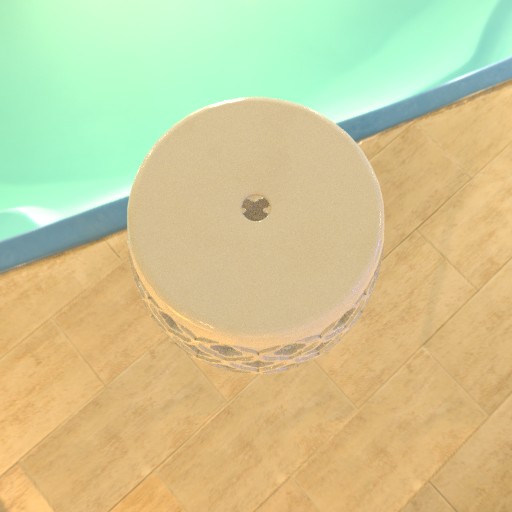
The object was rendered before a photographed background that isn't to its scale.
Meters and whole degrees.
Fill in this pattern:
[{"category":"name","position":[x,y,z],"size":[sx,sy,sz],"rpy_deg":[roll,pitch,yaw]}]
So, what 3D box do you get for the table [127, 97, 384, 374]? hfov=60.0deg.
[{"category":"table","position":[0.000,0.000,0.632],"size":[0.325,0.388,0.325],"rpy_deg":[0,75,0]}]
